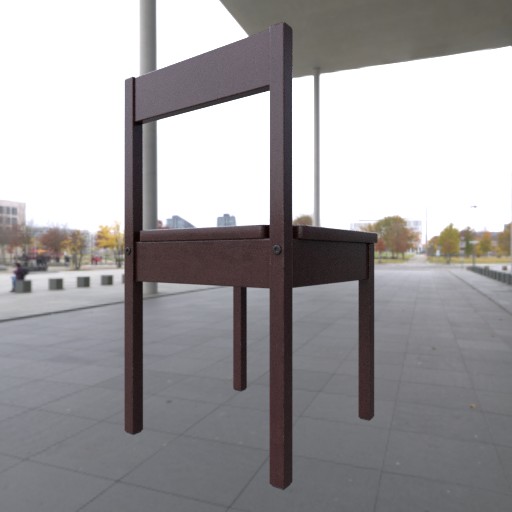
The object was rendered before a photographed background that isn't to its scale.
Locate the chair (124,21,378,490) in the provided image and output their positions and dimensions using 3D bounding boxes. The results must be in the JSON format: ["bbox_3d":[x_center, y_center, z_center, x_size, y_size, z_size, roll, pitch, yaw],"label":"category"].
[{"bbox_3d":[0.000,0.000,0.876,0.367,0.668,0.361,0,0,36],"label":"chair"}]
